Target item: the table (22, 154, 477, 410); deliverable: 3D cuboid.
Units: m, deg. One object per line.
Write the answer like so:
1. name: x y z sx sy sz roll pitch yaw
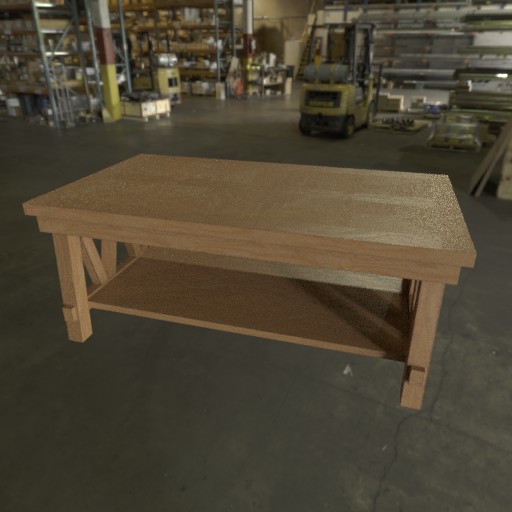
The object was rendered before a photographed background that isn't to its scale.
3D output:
1. table: 0.000 0.000 1.600 1.270 0.507 0.711 7 26 15
